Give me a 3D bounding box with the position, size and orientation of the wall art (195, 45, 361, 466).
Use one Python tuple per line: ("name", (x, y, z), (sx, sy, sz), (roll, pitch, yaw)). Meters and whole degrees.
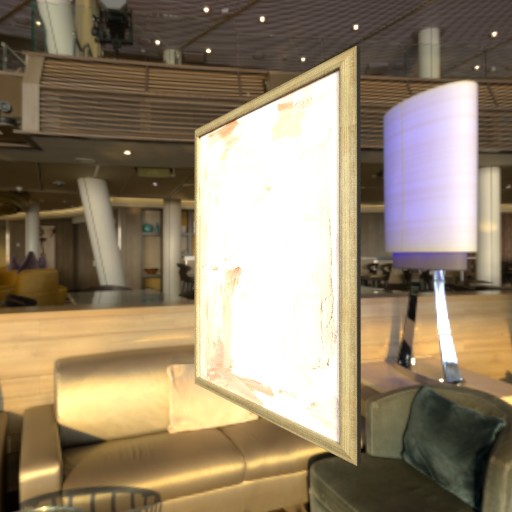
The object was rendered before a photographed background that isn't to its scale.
("wall art", (0.000, 0.000, 0.926), (0.018, 0.660, 0.559), (0, 0, -35))
